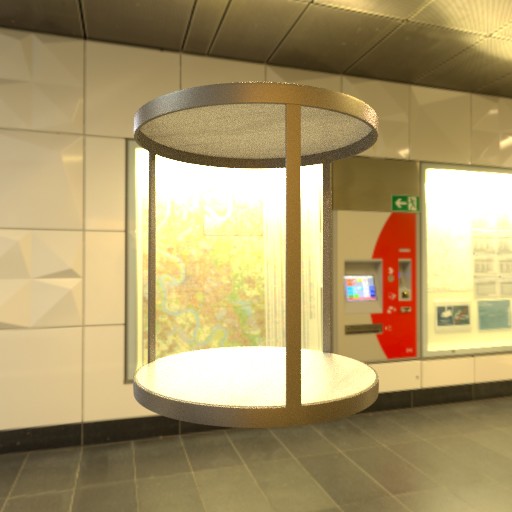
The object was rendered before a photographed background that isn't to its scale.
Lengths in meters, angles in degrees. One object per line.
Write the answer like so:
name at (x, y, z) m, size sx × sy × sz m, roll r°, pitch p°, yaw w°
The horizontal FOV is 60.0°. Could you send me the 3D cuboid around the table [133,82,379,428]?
table at (0.000, 0.000, 0.834) m, size 0.445 × 0.479 × 0.445 m, roll 0°, pitch -1°, yaw 0°
